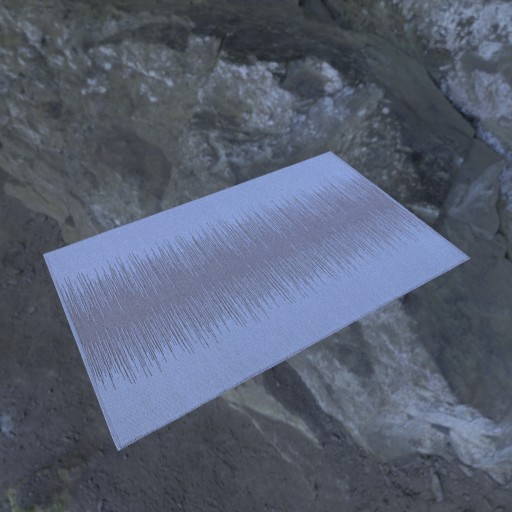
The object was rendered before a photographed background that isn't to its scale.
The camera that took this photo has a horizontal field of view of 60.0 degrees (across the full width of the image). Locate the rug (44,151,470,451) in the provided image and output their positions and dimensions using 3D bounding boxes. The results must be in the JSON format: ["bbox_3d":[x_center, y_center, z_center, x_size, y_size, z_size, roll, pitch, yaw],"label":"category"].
[{"bbox_3d":[0.000,0.000,2.979,2.440,0.012,1.522,-23,50,-21],"label":"rug"}]
